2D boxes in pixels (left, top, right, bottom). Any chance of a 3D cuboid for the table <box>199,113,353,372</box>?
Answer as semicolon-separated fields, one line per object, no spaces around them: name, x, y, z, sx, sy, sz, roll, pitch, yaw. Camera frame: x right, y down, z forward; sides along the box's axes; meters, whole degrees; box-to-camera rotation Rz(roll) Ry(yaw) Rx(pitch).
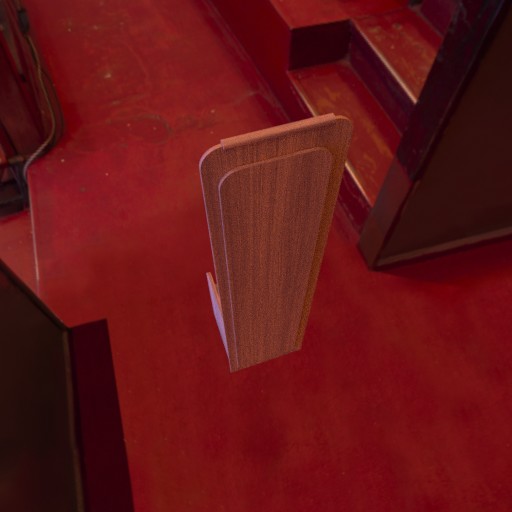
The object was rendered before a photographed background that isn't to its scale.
table;0.000;0.000;2.033;0.450;1.830;0.420;-16;59;-10
